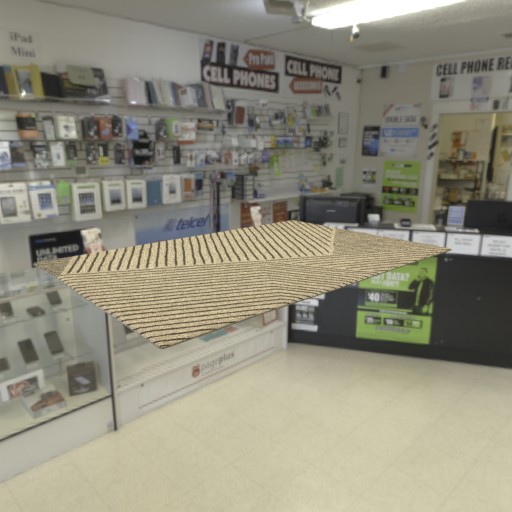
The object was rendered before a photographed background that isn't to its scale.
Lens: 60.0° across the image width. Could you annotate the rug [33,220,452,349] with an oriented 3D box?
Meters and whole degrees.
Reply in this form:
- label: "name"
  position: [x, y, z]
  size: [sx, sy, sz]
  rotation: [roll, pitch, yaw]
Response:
- label: "rug"
  position: [0.000, 0.000, 2.321]
  size: [1.842, 0.019, 1.237]
  rotation: [-13, 19, -40]
